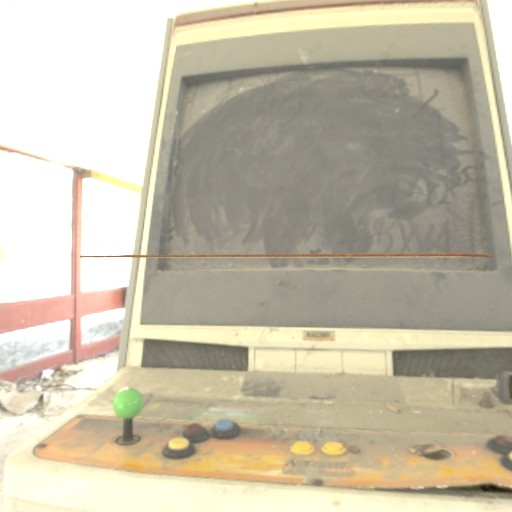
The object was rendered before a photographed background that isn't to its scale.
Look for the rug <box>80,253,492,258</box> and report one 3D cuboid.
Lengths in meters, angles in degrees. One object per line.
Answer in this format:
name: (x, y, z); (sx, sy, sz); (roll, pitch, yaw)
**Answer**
rug: (0.000, 0.000, 2.670); (2.439, 0.017, 0.764); (0, 0, 35)
